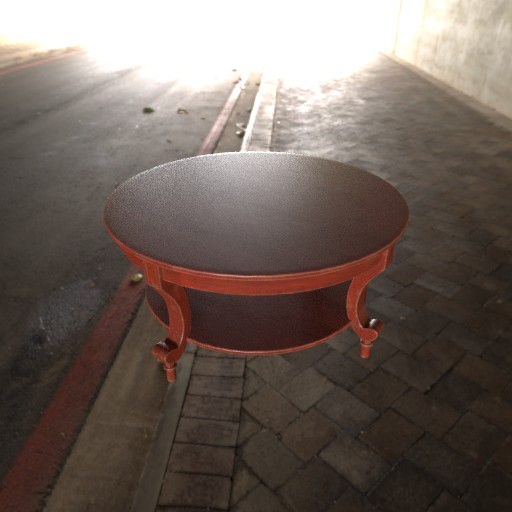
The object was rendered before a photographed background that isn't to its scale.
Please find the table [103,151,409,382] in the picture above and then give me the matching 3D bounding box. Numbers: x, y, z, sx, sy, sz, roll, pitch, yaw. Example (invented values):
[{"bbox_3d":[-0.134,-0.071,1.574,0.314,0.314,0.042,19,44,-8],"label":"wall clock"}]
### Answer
[{"bbox_3d":[0.000,0.000,1.665,1.029,0.486,1.029,0,30,0],"label":"table"}]
